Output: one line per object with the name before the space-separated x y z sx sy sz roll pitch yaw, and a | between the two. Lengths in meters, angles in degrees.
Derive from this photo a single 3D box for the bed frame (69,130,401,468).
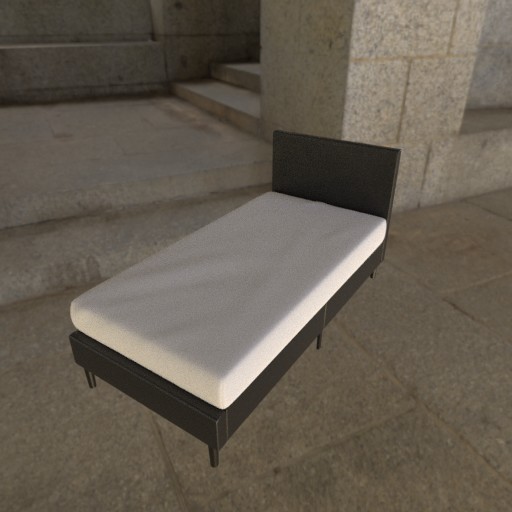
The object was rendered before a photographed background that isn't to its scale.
bed frame | 0.000 0.000 2.653 1.038 1.046 2.152 18 34 29
